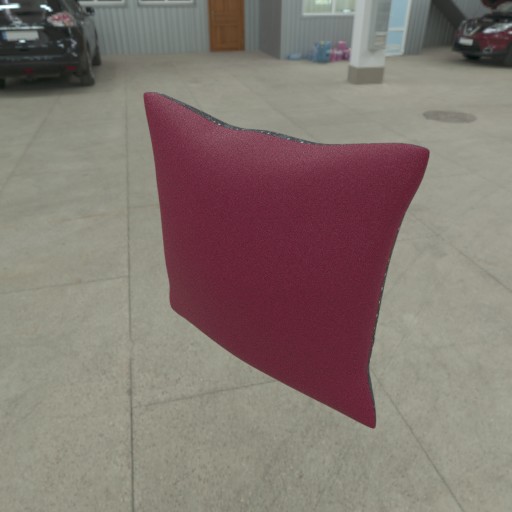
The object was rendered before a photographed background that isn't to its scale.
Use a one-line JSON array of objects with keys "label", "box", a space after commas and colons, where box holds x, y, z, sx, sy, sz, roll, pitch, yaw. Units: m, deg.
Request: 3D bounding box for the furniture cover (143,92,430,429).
[{"label": "furniture cover", "box": [0.000, 0.000, 0.809, 0.552, 0.509, 0.193, 24, 38, 34]}]
